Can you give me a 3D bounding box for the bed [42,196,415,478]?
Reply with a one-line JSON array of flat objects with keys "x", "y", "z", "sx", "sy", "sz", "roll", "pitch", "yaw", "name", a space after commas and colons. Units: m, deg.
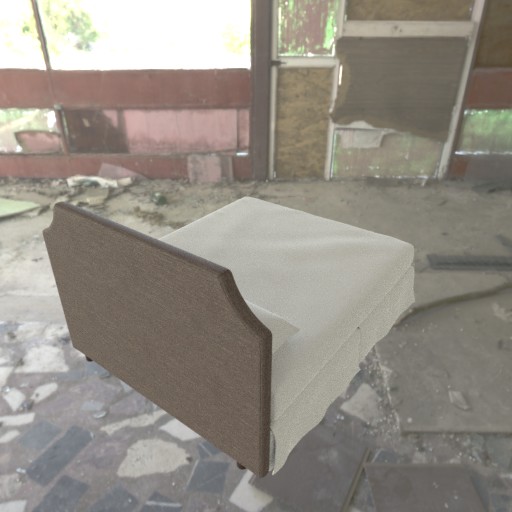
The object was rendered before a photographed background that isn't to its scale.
[{"x": 0.000, "y": 0.000, "z": 4.146, "sx": 2.350, "sy": 1.590, "sz": 2.773, "roll": 21, "pitch": 36, "yaw": 31, "name": "bed"}]
